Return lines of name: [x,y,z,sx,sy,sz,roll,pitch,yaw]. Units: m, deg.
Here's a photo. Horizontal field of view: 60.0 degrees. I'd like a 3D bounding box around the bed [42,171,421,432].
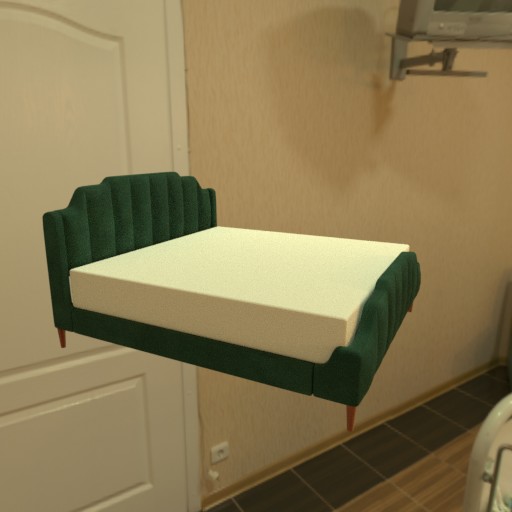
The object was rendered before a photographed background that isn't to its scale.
bed: [0.000,0.000,3.578,2.340,1.245,2.074,7,16,27]
